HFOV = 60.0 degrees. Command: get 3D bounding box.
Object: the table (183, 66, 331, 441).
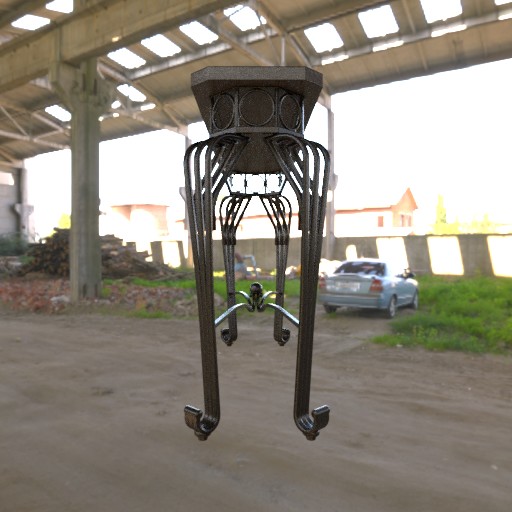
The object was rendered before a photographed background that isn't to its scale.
[{"bbox_3d":[0.000,0.000,1.475,0.329,0.800,1.112,0,0,0],"label":"table"}]
